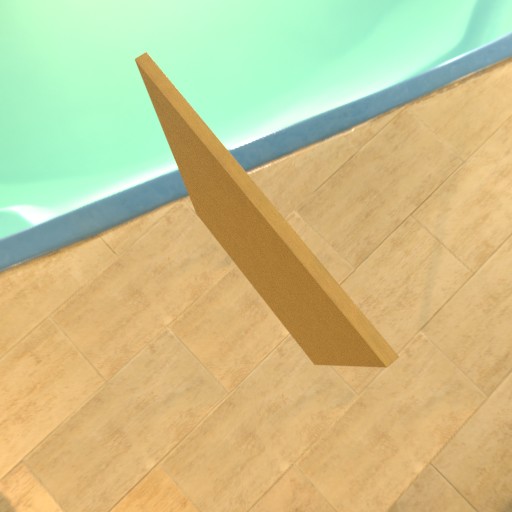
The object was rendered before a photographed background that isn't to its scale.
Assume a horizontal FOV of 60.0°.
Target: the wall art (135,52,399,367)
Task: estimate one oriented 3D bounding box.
[{"bbox_3d":[0.000,0.000,1.350,0.030,1.002,0.798,-37,79,-8],"label":"wall art"}]
